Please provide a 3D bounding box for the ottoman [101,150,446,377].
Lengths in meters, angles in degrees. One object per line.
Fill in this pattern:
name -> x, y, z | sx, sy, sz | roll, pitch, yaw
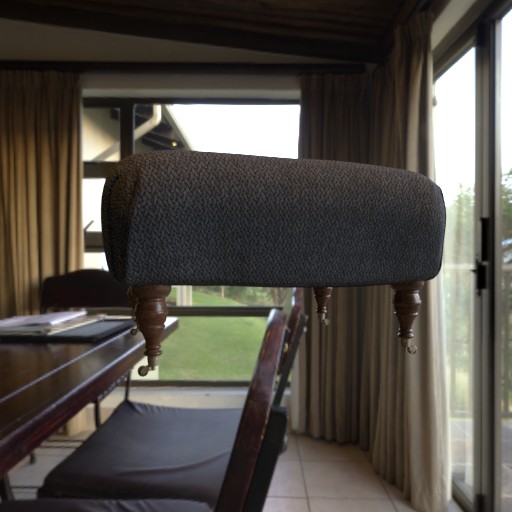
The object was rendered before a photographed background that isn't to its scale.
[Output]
ottoman -> 0.000, 0.000, 1.141 | 0.747, 0.450, 0.622 | 0, 0, -18
